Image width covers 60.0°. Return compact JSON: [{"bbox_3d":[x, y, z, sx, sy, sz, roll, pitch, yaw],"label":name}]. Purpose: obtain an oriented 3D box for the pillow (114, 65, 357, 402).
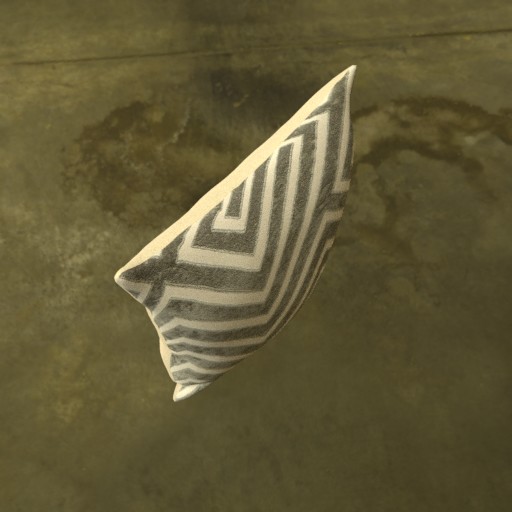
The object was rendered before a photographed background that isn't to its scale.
[{"bbox_3d":[0.000,0.000,0.686,0.182,0.441,0.440,34,64,19],"label":"pillow"}]
